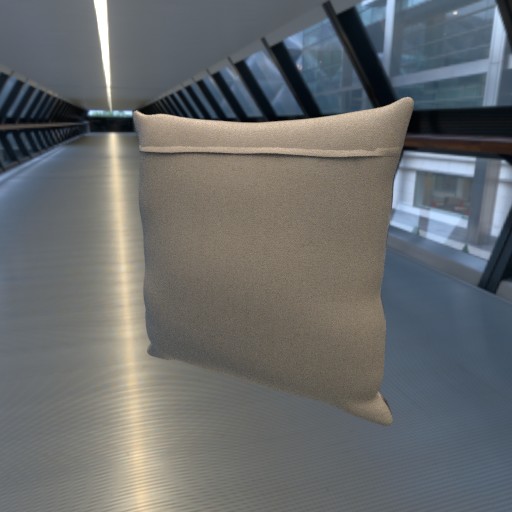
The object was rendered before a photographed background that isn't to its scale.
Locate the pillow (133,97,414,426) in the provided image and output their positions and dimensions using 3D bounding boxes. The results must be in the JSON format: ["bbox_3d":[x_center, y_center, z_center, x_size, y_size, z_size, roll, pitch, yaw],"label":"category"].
[{"bbox_3d":[0.000,0.000,0.671,0.440,0.441,0.182,8,17,26],"label":"pillow"}]
